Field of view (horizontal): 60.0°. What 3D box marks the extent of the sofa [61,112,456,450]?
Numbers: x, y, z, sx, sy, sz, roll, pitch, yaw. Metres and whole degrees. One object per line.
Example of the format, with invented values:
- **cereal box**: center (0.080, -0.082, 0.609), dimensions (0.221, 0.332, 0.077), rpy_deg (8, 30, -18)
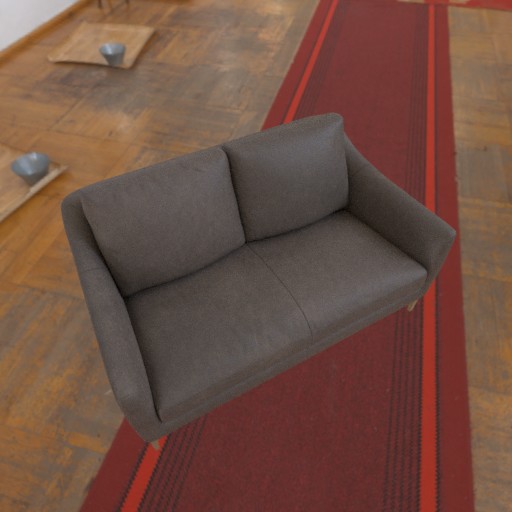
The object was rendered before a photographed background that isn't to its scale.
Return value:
- **sofa**: center (0.000, 0.000, 2.135), dimensions (1.619, 0.902, 0.960), rpy_deg (-23, 51, -20)
